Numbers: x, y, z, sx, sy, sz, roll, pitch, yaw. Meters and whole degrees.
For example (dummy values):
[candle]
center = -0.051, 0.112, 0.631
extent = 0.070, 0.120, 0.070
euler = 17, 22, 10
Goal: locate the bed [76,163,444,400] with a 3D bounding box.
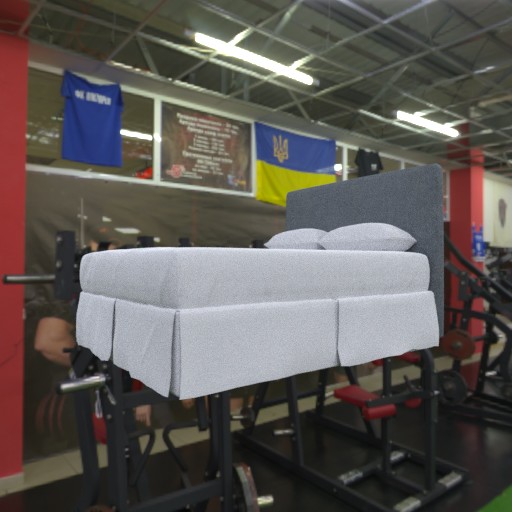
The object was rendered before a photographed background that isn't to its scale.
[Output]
[bed]
center = 0.000, 0.000, 3.203
extent = 2.142, 1.330, 1.713
euler = 1, -1, -36
